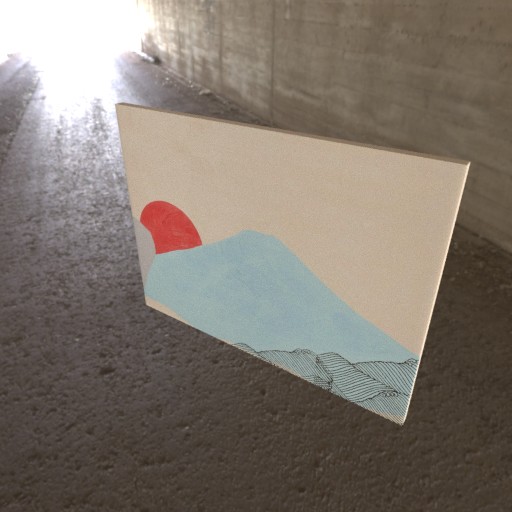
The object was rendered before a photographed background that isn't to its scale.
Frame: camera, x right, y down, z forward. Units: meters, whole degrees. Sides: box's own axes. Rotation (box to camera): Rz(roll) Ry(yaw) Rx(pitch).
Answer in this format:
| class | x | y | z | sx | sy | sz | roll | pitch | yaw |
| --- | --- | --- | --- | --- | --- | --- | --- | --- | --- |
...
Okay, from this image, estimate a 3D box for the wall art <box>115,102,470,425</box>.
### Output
| class | x | y | z | sx | sy | sz | roll | pitch | yaw |
| --- | --- | --- | --- | --- | --- | --- | --- | --- | --- |
| wall art | 0.000 | 0.000 | 1.576 | 1.219 | 0.912 | 0.042 | 19 | 35 | 29 |
